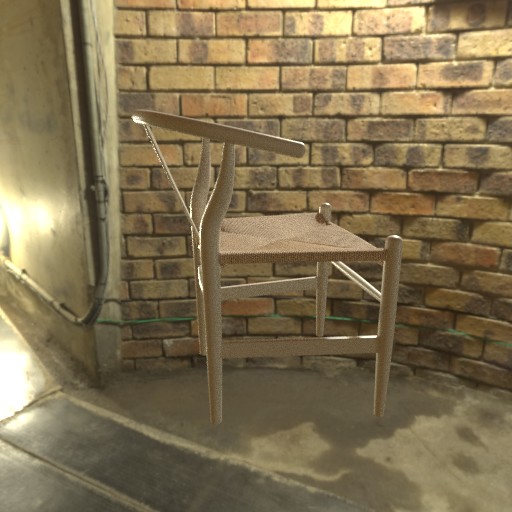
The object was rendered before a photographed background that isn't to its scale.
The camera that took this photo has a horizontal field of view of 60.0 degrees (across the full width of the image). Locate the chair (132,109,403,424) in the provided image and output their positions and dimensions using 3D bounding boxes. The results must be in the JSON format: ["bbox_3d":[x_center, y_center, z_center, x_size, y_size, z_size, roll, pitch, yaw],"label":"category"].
[{"bbox_3d":[0.000,0.000,1.172,0.579,0.730,0.569,-3,17,-11],"label":"chair"}]
